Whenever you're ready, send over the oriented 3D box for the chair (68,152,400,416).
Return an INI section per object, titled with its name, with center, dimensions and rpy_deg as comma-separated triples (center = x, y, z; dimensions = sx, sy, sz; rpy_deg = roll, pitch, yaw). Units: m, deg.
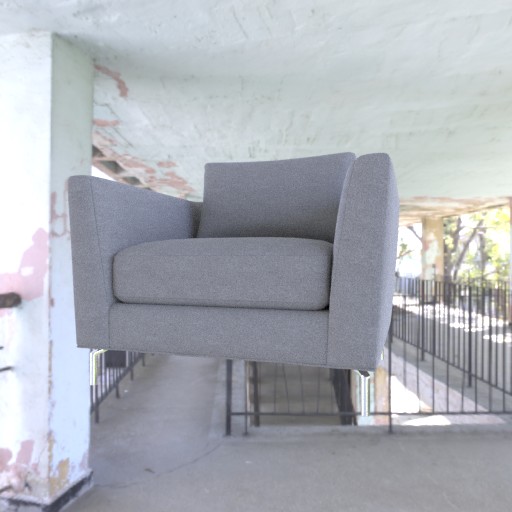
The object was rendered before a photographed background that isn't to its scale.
[chair]
center = 0.000, 0.000, 1.704
dimensions = 1.041, 0.864, 0.889
rpy_deg = 0, 0, 19
